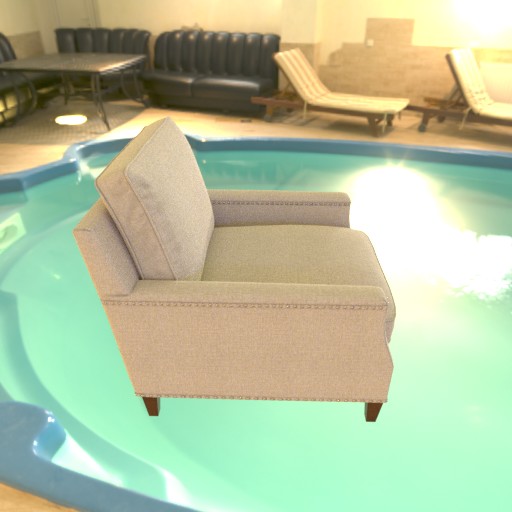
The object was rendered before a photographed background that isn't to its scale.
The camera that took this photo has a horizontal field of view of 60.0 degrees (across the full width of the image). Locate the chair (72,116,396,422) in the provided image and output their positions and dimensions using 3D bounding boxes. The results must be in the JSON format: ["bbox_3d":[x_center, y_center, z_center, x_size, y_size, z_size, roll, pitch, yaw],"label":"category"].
[{"bbox_3d":[0.000,0.000,1.759,1.014,0.943,0.853,1,31,2],"label":"chair"}]
